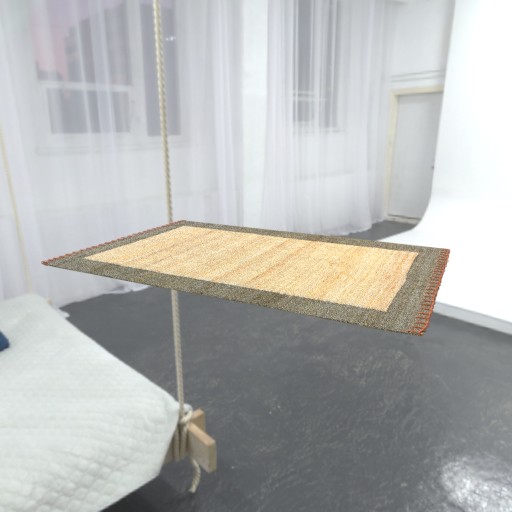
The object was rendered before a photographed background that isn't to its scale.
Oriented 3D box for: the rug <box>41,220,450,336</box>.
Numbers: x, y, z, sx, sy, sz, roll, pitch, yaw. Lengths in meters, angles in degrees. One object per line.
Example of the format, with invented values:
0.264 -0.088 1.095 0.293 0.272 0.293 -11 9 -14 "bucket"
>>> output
0.000 0.000 2.346 1.838 0.019 1.220 8 18 26 "rug"
